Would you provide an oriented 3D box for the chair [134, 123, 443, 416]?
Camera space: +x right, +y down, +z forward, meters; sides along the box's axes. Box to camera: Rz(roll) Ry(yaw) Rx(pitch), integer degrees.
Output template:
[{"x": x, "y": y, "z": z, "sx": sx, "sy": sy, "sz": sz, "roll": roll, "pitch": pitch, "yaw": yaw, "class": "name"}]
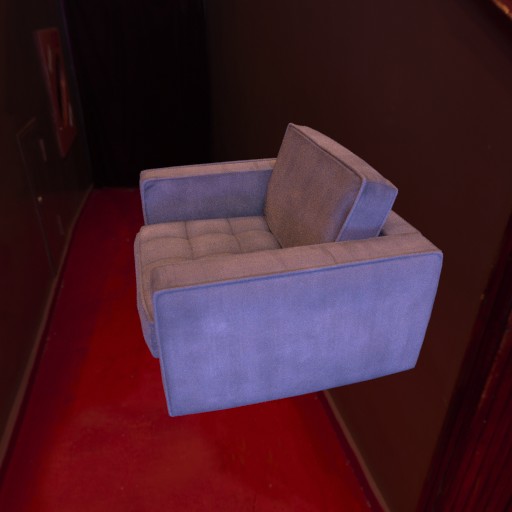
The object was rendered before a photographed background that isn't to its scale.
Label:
[{"x": 0.000, "y": 0.000, "z": 1.574, "sx": 0.843, "sy": 0.773, "sz": 0.928, "roll": -7, "pitch": 31, "yaw": -13, "class": "chair"}]
